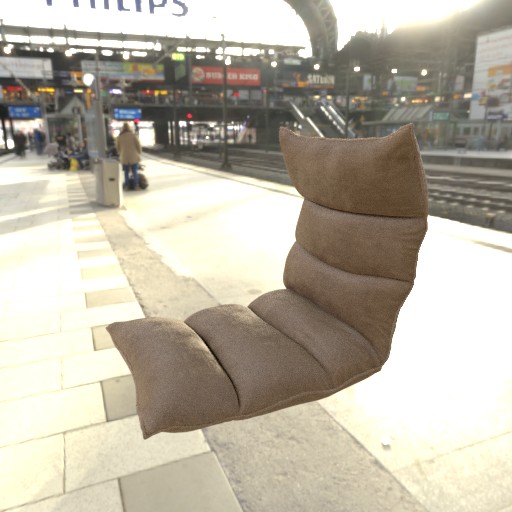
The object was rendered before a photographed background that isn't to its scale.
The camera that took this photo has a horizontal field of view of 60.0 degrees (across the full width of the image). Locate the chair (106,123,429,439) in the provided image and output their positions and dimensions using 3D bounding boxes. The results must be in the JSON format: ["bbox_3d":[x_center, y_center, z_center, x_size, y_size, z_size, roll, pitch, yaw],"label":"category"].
[{"bbox_3d":[0.000,0.000,1.563,0.985,0.892,0.714,-7,17,-24],"label":"chair"}]
